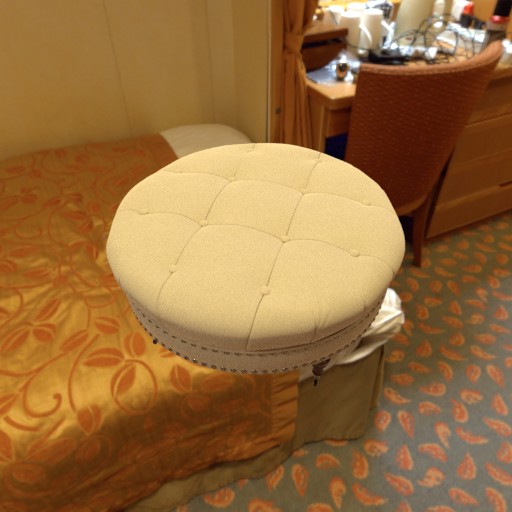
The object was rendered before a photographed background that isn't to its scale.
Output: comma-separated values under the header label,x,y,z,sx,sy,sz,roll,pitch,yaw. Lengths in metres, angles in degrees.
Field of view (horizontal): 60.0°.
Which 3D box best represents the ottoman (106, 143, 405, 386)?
label,x,y,z,sx,sy,sz,roll,pitch,yaw
ottoman,0.000,0.000,1.455,0.901,0.439,0.901,0,41,0
